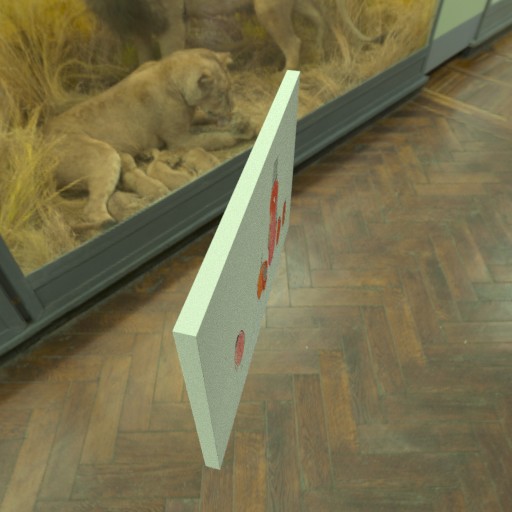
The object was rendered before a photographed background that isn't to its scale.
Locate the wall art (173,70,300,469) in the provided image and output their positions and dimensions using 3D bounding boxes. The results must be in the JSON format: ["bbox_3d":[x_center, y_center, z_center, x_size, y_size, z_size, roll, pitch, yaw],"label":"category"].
[{"bbox_3d":[0.000,0.000,1.194,0.038,0.609,0.914,10,48,9],"label":"wall art"}]
